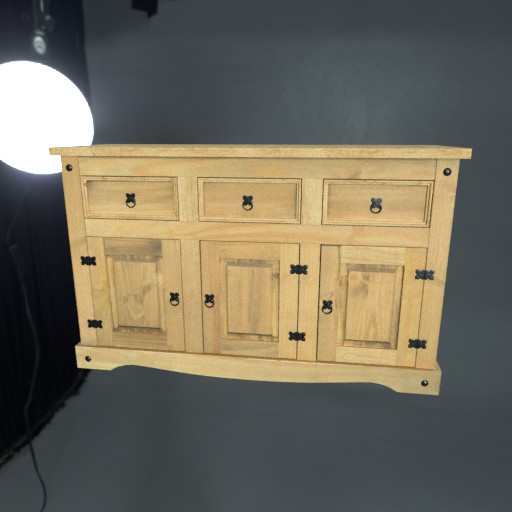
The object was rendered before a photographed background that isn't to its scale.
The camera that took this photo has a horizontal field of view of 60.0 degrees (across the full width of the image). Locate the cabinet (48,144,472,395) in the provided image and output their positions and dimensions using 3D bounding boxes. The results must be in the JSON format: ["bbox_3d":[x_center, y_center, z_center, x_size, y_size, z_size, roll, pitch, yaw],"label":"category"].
[{"bbox_3d":[0.000,0.000,1.682,1.321,0.810,0.432,2,15,8],"label":"cabinet"}]
